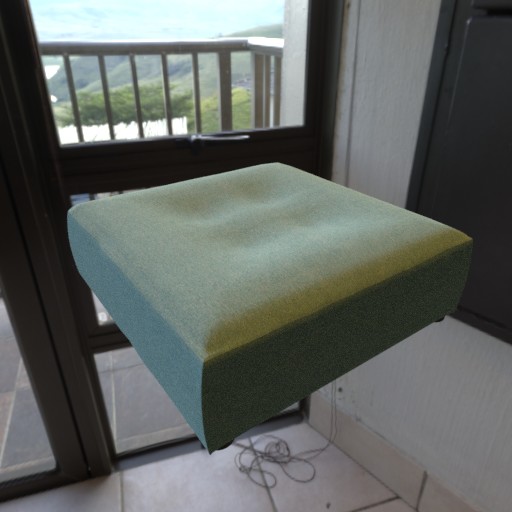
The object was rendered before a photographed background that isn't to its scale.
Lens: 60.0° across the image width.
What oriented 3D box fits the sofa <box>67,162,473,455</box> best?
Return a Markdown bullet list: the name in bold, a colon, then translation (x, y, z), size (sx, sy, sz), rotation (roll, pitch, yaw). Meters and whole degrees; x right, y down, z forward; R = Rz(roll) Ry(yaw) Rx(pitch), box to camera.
- **sofa**: translation (0.000, 0.000, 1.447), size (0.930, 0.330, 0.930), rotation (-19, 34, -31)
